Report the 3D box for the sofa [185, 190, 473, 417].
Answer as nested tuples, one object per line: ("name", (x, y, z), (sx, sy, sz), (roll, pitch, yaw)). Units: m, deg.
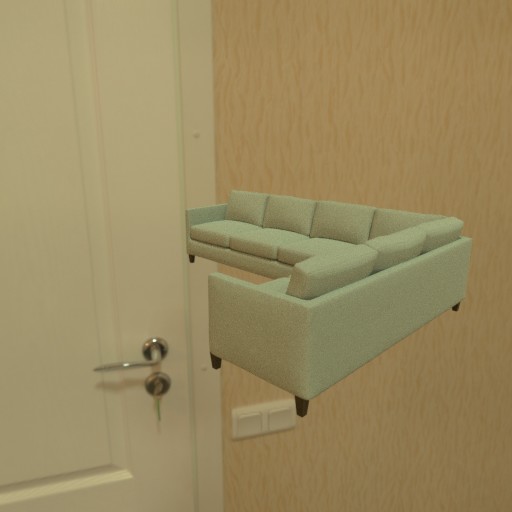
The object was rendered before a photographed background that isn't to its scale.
("sofa", (0.000, 0.000, 4.494), (3.333, 0.934, 2.522), (15, 21, 43))
